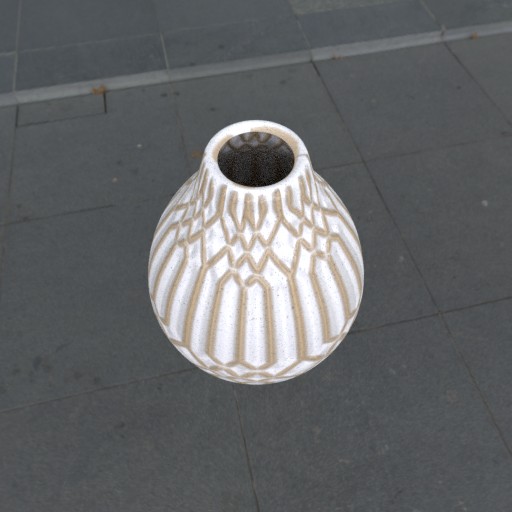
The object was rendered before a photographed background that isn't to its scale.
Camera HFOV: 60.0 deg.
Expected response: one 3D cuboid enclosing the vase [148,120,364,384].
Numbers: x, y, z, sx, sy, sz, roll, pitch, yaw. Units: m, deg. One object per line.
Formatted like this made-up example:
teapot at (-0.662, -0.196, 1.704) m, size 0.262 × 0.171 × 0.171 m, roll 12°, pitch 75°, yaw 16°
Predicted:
vase at (0.000, 0.000, 0.314) m, size 0.159 × 0.200 × 0.159 m, roll 0°, pitch 58°, yaw 0°
